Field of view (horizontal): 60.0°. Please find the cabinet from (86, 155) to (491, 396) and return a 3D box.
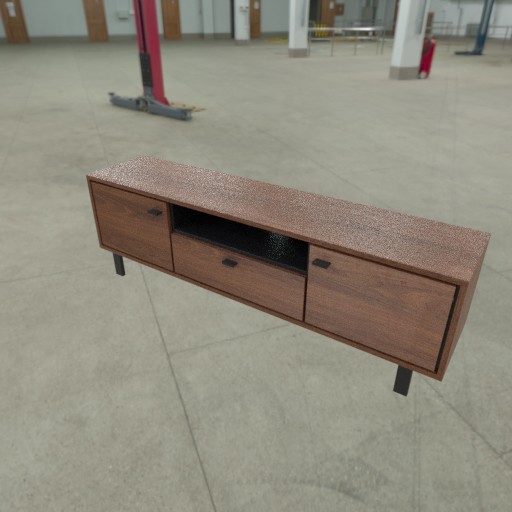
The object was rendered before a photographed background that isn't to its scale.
[{"bbox_3d":[0.000,0.000,1.878,1.650,0.500,0.400,18,34,29],"label":"cabinet"}]
